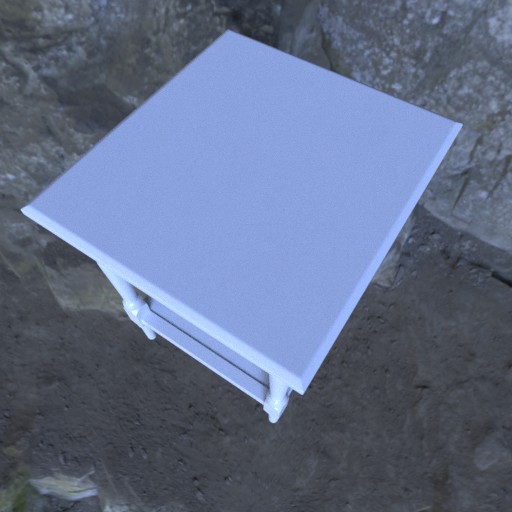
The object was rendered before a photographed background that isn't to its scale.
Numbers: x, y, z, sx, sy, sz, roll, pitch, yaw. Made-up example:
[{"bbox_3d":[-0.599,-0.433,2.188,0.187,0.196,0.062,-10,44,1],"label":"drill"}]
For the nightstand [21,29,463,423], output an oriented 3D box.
[{"bbox_3d":[0.000,0.000,0.898,0.459,0.555,0.505,30,64,16],"label":"nightstand"}]
